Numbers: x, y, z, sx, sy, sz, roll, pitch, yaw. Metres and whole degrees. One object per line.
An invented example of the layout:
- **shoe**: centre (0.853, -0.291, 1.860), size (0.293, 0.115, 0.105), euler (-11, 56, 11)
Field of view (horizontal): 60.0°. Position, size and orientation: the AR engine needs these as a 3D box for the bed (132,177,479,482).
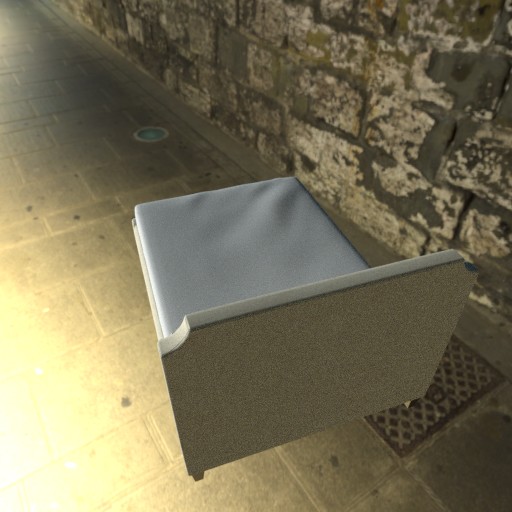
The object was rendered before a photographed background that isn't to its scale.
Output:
- **bed**: centre (0.000, 0.000, 3.395), size (1.713, 1.457, 2.381), euler (-13, 42, -15)
